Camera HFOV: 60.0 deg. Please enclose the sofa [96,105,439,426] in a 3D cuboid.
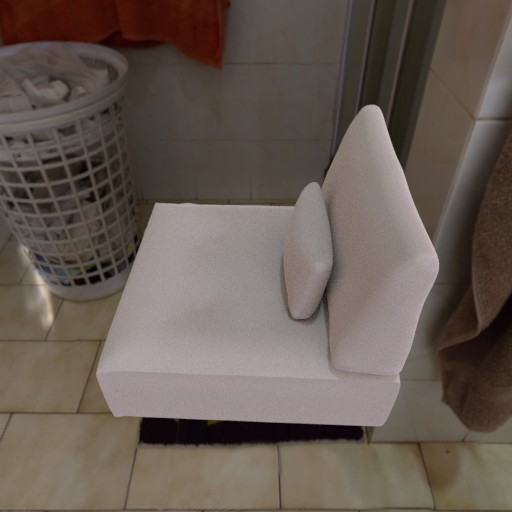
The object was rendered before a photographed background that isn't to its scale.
[{"bbox_3d":[0.000,0.000,1.675,1.000,0.828,0.935,2,42,2],"label":"sofa"}]
